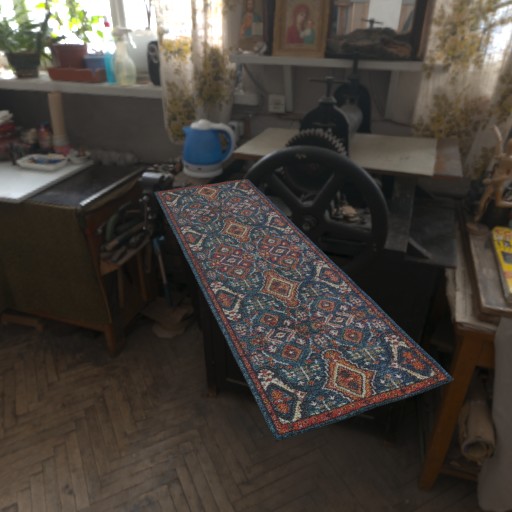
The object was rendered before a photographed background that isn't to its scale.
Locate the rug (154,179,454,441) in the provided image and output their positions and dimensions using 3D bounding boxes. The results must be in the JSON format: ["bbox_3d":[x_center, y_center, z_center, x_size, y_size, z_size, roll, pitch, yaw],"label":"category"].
[{"bbox_3d":[0.000,0.000,2.674,0.801,0.010,2.459,-11,33,-18],"label":"rug"}]
